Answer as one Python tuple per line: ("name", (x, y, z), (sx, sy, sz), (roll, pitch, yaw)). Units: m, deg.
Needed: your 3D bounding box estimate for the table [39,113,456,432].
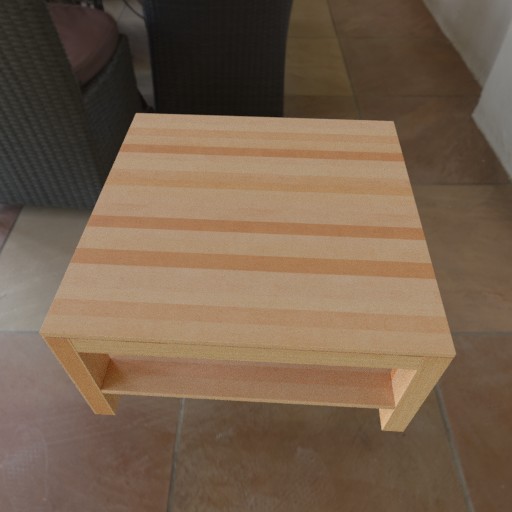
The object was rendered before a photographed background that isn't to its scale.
("table", (0.000, 0.000, 1.419), (0.900, 0.450, 0.900), (2, 49, 2))
